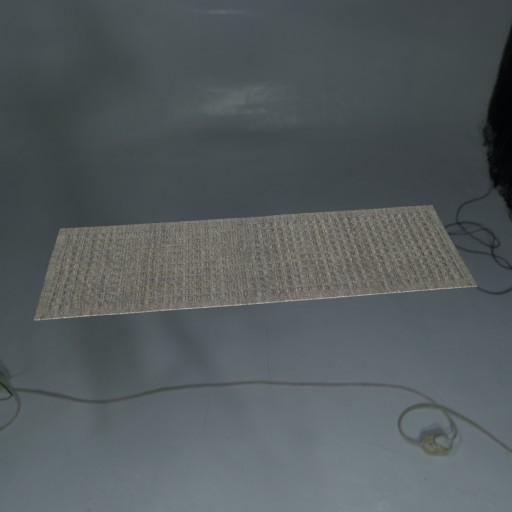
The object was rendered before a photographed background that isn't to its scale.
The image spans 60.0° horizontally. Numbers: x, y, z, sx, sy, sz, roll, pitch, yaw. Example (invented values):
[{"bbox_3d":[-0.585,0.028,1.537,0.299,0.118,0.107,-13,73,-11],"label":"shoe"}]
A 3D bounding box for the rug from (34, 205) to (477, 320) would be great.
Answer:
[{"bbox_3d":[0.000,0.000,2.660,2.443,0.009,0.706,-4,47,-4],"label":"rug"}]
